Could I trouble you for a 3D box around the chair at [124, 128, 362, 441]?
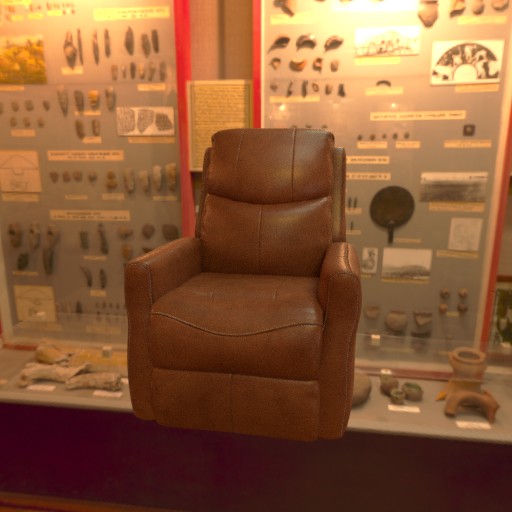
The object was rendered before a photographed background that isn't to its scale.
[{"bbox_3d":[0.000,0.000,1.789,0.821,1.016,1.072,2,14,9],"label":"chair"}]
